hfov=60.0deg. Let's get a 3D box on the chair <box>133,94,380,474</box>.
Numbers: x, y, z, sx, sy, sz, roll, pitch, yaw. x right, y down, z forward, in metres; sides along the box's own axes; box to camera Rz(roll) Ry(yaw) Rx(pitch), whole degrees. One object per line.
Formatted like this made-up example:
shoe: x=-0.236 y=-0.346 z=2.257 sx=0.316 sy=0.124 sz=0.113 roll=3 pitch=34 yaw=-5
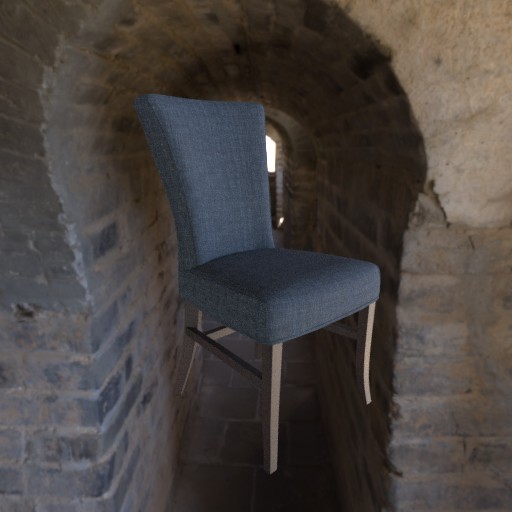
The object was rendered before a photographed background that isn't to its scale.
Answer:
chair: x=0.000 y=0.000 z=1.427 sx=0.520 sy=0.991 sz=0.660 roll=-13 pitch=19 yaw=-42
